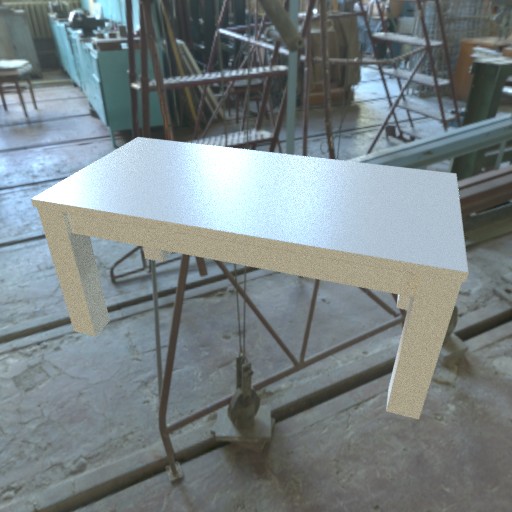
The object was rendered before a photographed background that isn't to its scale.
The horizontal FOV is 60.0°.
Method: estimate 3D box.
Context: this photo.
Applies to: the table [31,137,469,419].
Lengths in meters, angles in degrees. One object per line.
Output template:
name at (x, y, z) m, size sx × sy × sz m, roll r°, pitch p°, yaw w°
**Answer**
table at (0.000, 0.000, 2.295) m, size 1.800 × 0.790 × 0.900 m, roll 10°, pitch 34°, yaw 15°
